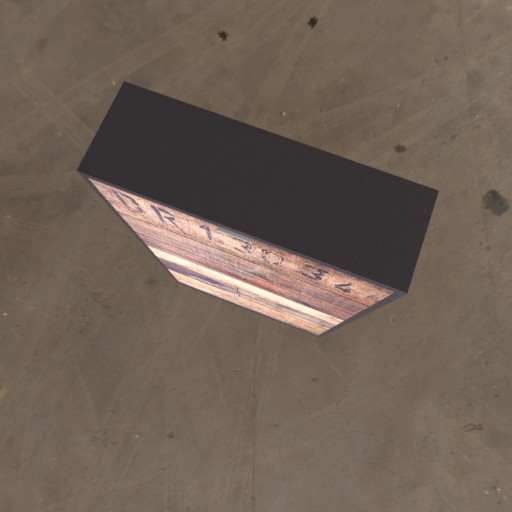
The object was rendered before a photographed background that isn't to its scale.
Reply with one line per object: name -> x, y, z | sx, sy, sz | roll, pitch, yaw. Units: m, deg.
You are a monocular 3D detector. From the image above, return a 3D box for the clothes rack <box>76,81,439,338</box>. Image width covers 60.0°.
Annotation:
clothes rack -> 0.000, 0.000, 1.578 | 0.750, 1.280, 0.250 | 21, 77, 5
